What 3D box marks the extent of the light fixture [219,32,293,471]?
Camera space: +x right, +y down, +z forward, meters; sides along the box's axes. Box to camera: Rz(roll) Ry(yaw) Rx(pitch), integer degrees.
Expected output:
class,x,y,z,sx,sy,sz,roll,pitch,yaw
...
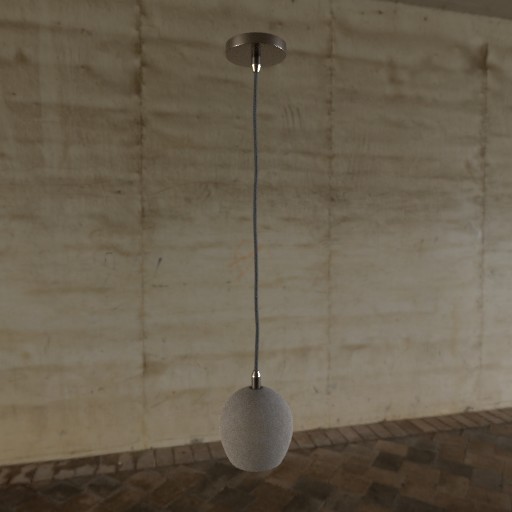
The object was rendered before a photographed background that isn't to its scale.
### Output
class,x,y,z,sx,sy,sz,roll,pitch,yaw
light fixture,0.000,0.000,0.821,0.139,0.764,0.139,1,2,18
